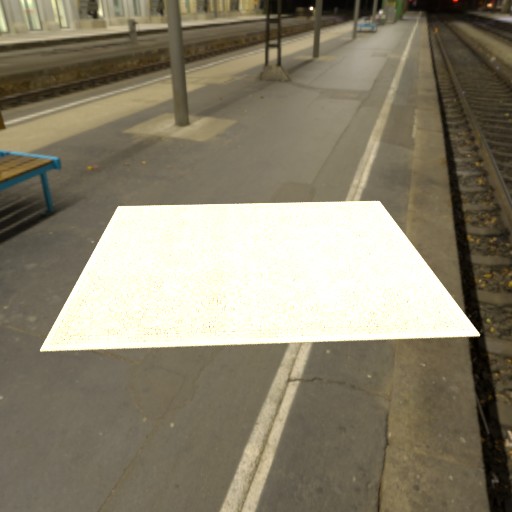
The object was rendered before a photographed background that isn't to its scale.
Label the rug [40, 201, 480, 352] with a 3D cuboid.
[{"bbox_3d":[0.000,0.000,4.115,3.050,0.015,2.441,-1,30,-3],"label":"rug"}]
